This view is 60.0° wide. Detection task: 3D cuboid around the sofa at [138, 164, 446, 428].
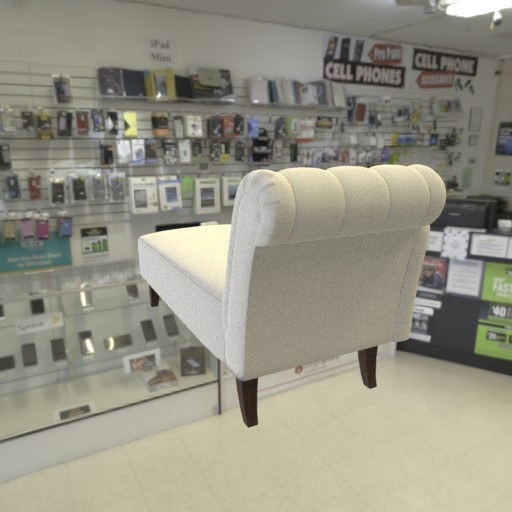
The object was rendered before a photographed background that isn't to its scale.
[{"bbox_3d":[0.000,0.000,1.824,0.675,0.787,1.379,-7,16,-26],"label":"sofa"}]
